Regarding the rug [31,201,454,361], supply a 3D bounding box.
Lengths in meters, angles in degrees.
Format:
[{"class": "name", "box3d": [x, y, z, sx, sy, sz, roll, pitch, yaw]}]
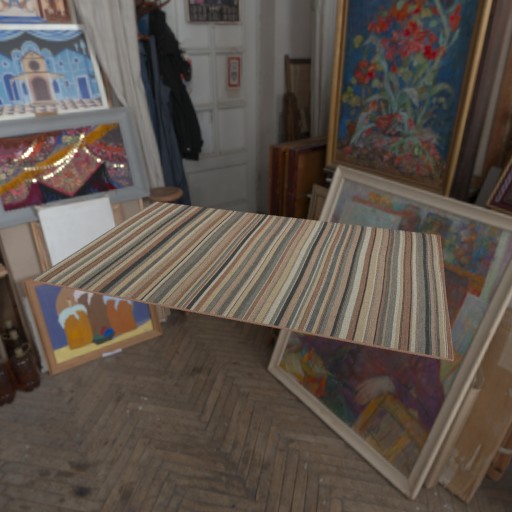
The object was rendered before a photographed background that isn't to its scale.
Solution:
[{"class": "rug", "box3d": [0.000, 0.000, 3.050, 2.438, 0.014, 1.523, 8, 28, 16]}]
